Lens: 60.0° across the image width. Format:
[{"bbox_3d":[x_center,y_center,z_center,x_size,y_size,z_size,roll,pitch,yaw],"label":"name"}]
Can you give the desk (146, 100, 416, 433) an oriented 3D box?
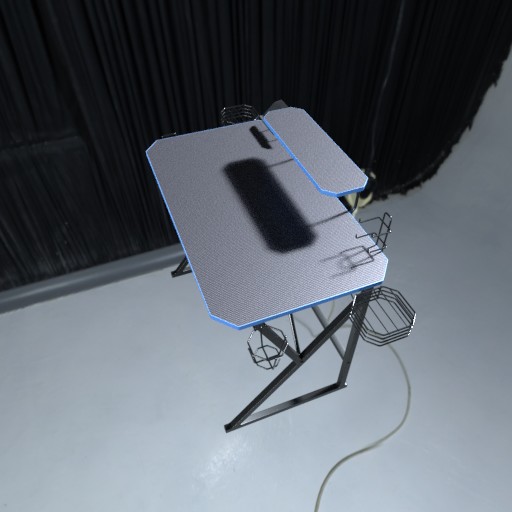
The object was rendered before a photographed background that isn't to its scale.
[{"bbox_3d":[0.000,0.000,1.749,0.594,0.909,1.295,-16,48,-15],"label":"desk"}]
